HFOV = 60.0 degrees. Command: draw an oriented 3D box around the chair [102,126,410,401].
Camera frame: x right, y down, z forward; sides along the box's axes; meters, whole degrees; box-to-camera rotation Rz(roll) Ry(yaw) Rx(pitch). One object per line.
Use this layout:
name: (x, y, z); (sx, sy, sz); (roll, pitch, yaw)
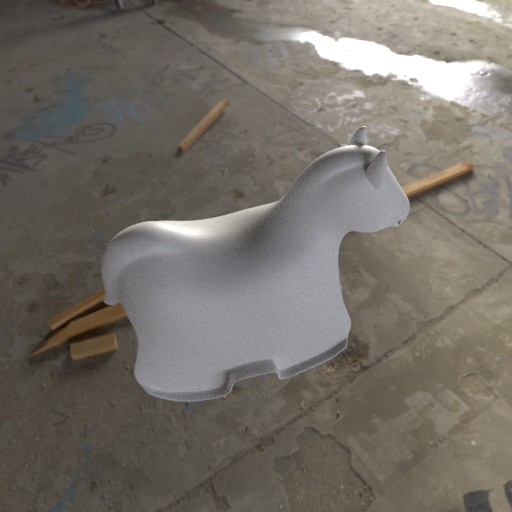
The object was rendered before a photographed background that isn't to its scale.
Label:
chair: (0.000, 0.000, 1.151); (0.800, 0.612, 0.429); (-11, 48, -10)
